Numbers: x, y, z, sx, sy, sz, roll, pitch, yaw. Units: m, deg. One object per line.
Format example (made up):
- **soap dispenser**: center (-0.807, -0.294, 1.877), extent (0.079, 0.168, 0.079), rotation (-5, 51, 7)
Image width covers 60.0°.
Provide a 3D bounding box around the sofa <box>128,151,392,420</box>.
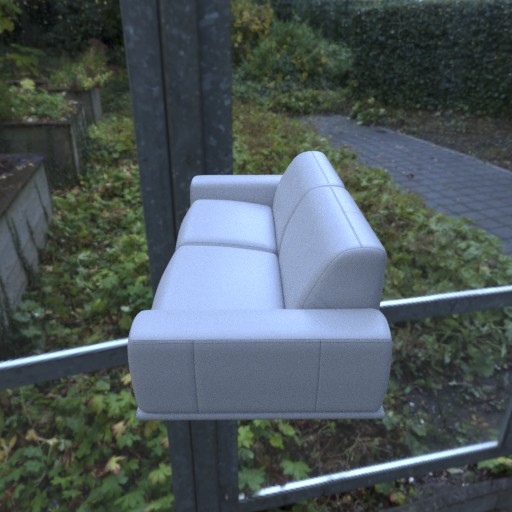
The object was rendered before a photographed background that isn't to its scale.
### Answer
- **sofa**: center (0.000, 0.000, 2.315), extent (0.900, 0.772, 1.901), rotation (0, 26, 0)
